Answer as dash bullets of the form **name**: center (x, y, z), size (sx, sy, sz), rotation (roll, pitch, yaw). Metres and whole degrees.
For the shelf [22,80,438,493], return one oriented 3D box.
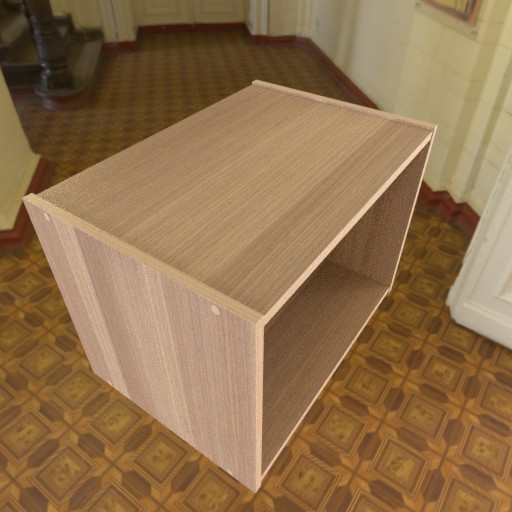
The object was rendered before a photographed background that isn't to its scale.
- **shelf**: center (0.000, 0.000, 0.615), size (0.290, 0.305, 0.415), rotation (25, 47, 26)
